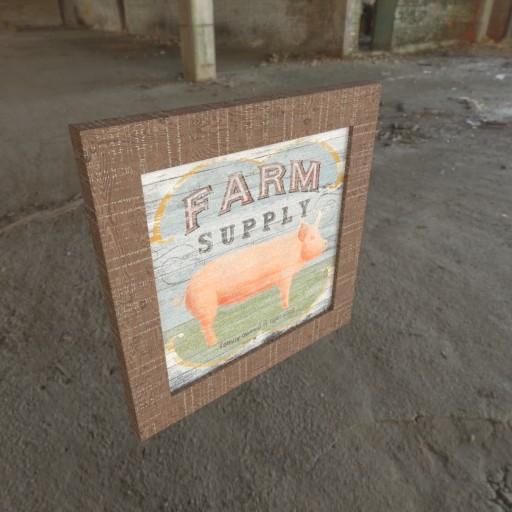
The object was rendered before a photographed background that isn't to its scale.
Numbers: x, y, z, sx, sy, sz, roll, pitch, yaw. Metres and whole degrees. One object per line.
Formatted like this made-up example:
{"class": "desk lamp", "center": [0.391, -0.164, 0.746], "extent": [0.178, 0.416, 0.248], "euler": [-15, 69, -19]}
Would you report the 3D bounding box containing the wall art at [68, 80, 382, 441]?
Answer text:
{"class": "wall art", "center": [0.000, 0.000, 0.783], "extent": [0.531, 0.531, 0.040], "euler": [-22, 37, -32]}
